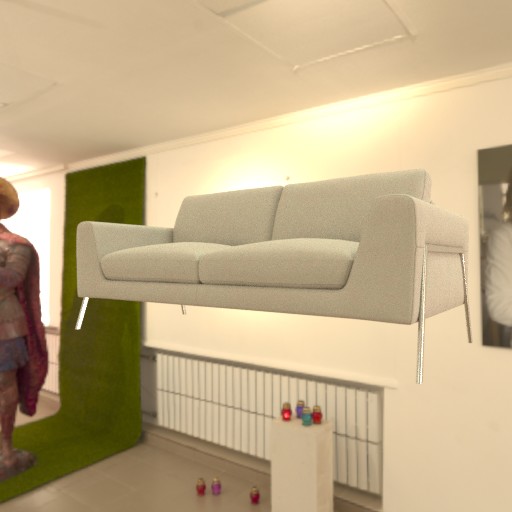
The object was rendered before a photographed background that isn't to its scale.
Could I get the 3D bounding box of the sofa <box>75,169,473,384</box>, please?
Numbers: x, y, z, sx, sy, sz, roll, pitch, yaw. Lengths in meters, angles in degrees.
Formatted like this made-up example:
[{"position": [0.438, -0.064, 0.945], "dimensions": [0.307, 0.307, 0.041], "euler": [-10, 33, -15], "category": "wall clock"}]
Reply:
[{"position": [0.000, 0.000, 2.446], "dimensions": [2.017, 0.875, 0.953], "euler": [0, -1, 36], "category": "sofa"}]
